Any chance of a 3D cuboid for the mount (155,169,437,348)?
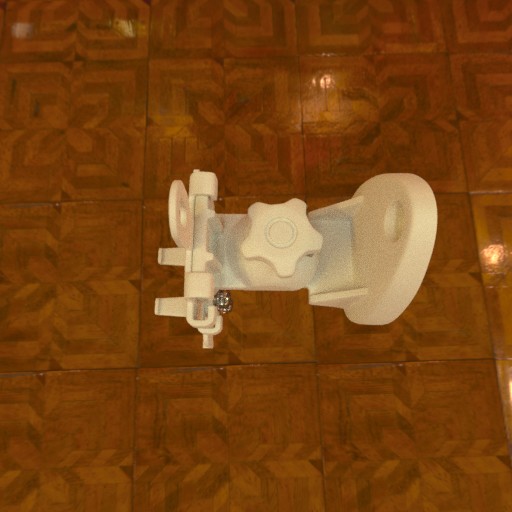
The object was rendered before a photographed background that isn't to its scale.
[{"bbox_3d":[0.000,0.000,0.174,0.100,0.118,0.066,0,76,0],"label":"mount"}]
